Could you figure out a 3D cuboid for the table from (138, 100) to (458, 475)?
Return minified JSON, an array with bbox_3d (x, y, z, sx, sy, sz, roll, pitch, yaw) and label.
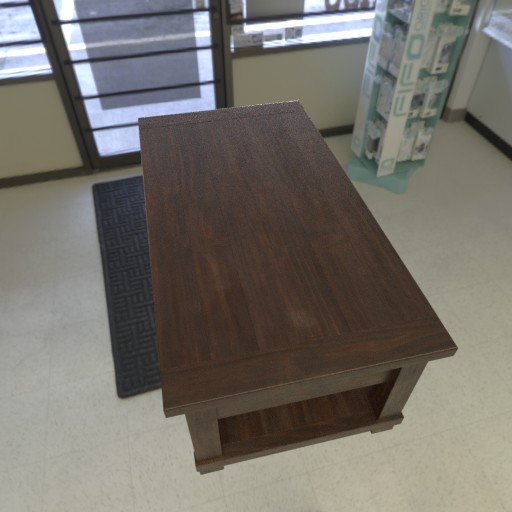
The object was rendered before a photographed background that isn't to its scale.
[{"bbox_3d":[0.000,0.000,1.580,0.700,0.494,1.270,-9,46,-9],"label":"table"}]
